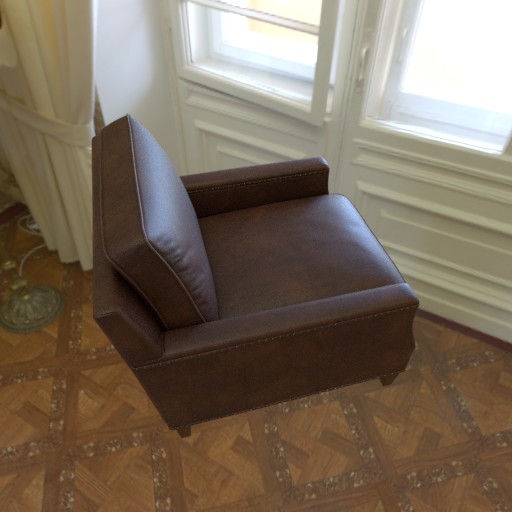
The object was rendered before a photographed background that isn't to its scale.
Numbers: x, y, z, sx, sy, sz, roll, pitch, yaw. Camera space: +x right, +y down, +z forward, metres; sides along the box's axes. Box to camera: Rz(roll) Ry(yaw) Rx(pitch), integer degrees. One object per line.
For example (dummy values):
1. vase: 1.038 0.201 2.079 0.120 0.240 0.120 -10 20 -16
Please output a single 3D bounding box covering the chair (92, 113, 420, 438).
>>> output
1. chair: 0.000 0.000 1.648 1.014 0.929 0.853 -11 46 -10
